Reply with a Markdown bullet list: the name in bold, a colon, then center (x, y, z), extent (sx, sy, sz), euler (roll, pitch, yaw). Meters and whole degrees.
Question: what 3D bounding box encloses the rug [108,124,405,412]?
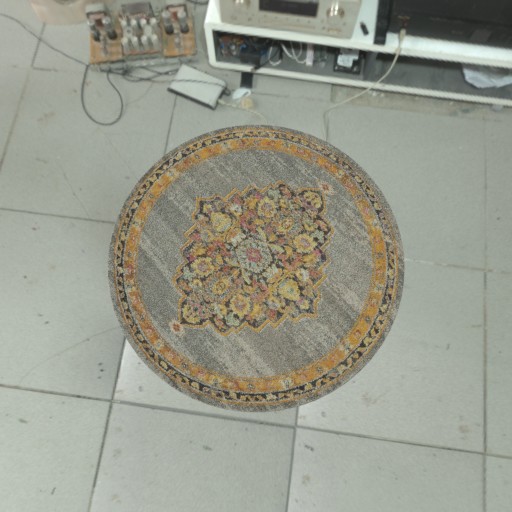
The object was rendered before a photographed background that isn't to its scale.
- **rug**: center (0.000, 0.000, 3.566), extent (2.382, 0.014, 2.382), euler (0, 75, 0)
